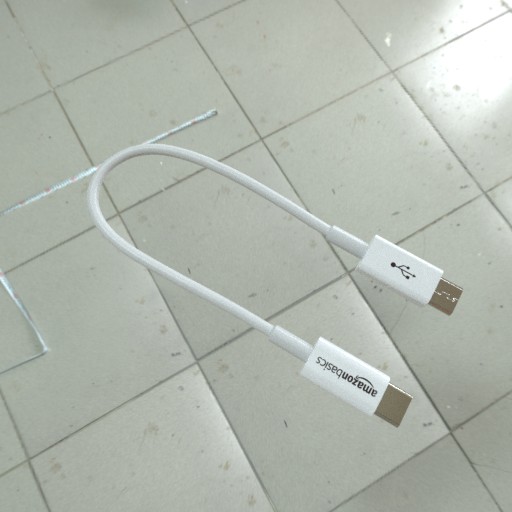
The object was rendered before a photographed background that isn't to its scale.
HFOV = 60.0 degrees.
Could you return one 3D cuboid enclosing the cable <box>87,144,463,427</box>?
[{"bbox_3d":[0.000,0.000,0.114,0.098,0.006,0.040,30,77,8],"label":"cable"}]
